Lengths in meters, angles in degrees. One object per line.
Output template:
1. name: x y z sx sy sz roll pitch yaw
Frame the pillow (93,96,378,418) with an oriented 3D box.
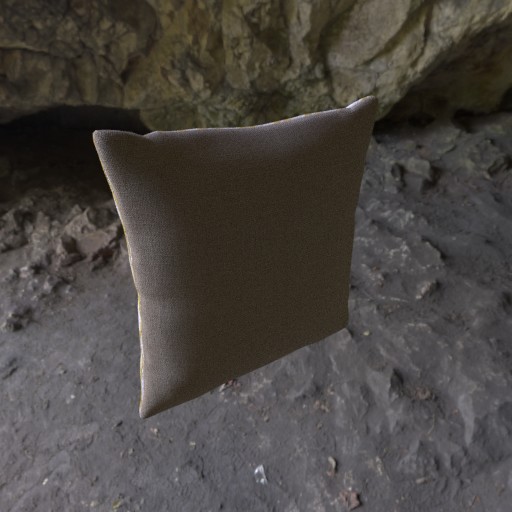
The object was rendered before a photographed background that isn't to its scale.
1. pillow: 0.000 0.000 0.677 0.429 0.436 0.159 -19 34 -30
